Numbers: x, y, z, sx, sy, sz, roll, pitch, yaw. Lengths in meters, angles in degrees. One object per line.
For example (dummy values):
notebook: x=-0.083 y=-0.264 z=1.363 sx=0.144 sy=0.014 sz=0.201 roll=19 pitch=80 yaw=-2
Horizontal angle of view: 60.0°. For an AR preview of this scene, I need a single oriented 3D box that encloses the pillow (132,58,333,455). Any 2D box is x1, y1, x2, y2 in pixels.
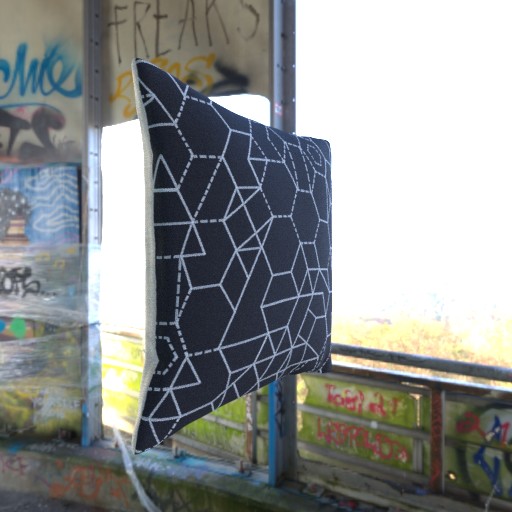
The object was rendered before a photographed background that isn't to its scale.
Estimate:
pillow: x=0.000 y=0.000 z=0.769 sx=0.158 sy=0.508 sz=0.517 roll=0 pitch=0 yaw=37
